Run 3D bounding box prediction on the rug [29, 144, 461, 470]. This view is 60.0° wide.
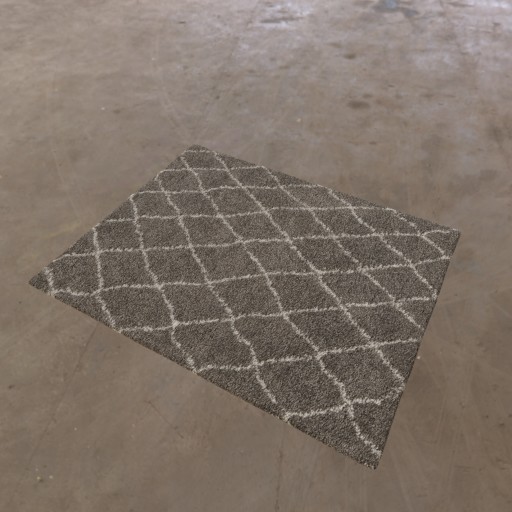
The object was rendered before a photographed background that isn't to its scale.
[{"bbox_3d":[0.000,0.000,3.939,3.047,0.029,2.438,22,50,20],"label":"rug"}]
